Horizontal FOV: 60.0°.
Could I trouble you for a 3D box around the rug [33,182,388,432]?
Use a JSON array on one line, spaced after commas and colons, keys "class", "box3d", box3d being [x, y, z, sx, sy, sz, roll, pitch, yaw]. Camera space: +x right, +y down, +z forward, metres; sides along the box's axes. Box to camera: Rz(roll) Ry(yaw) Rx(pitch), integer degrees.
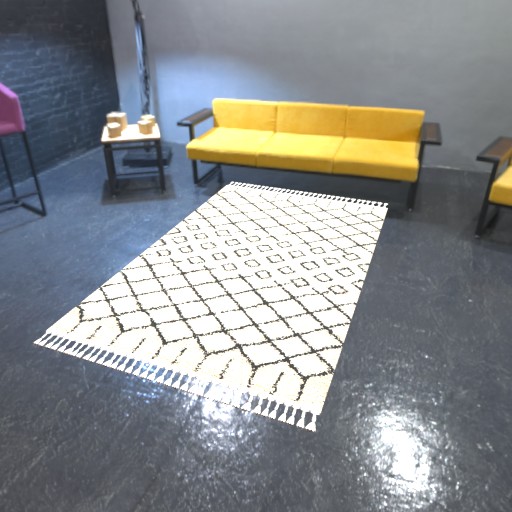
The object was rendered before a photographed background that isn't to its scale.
[{"class": "rug", "box3d": [0.000, 0.000, 2.441, 1.196, 0.008, 2.006, 11, 32, 18]}]
